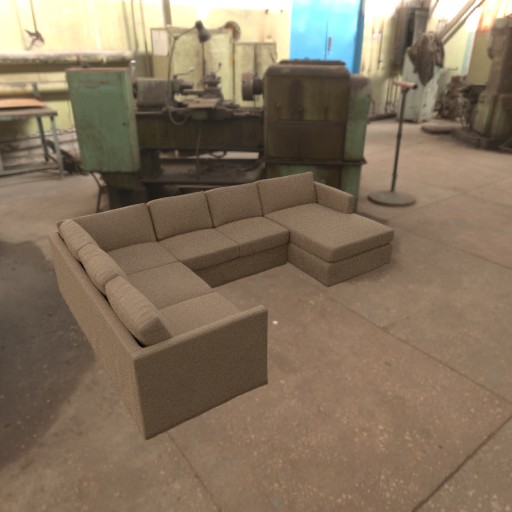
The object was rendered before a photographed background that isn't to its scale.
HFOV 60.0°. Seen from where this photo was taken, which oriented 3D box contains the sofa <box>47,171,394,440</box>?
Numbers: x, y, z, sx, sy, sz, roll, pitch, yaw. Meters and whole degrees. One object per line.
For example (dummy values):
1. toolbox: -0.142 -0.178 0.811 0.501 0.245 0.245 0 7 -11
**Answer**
1. sofa: 0.000 0.000 4.546 3.460 0.882 2.427 -17 30 -31
